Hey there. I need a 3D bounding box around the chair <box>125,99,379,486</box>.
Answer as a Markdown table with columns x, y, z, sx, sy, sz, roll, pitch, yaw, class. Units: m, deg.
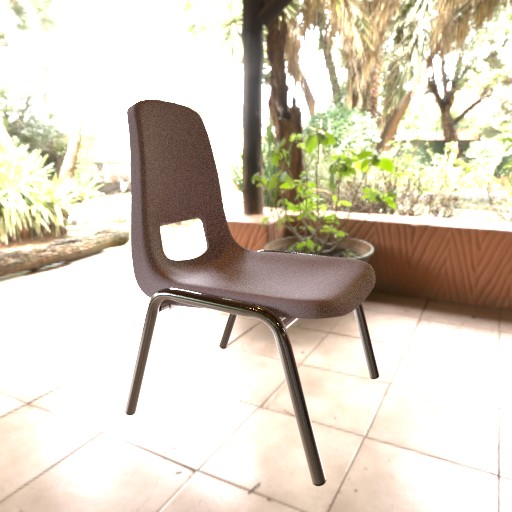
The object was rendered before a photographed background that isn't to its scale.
| x | y | z | sx | sy | sz | roll | pitch | yaw | class |
| --- | --- | --- | --- | --- | --- | --- | --- | --- | --- |
| 0.000 | 0.000 | 0.776 | 0.385 | 0.536 | 0.354 | 6 | 14 | 27 | chair |
